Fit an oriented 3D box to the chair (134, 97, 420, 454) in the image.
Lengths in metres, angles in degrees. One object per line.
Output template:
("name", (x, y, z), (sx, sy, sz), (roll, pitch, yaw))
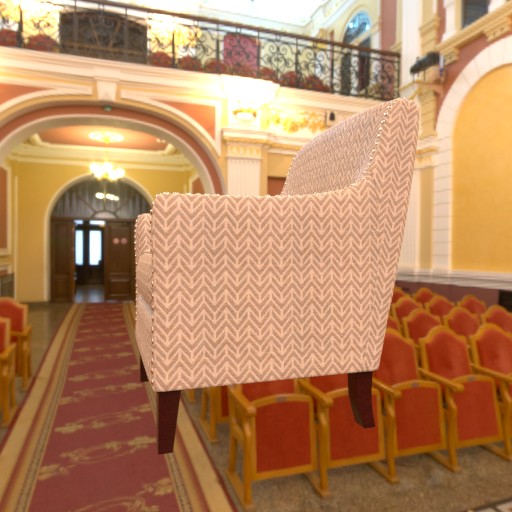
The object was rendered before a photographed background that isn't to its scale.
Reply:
("chair", (0.000, 0.000, 1.280), (0.651, 0.816, 0.623), (0, 1, -18))
